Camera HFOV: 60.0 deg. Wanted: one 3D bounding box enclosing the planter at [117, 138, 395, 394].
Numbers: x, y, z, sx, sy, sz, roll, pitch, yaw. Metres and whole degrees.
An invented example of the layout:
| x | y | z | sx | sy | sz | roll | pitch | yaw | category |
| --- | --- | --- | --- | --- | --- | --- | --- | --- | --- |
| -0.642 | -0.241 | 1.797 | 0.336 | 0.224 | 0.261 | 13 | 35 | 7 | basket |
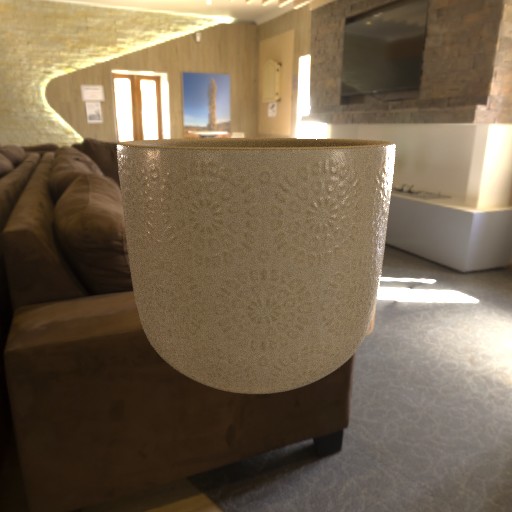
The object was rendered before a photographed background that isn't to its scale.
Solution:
| x | y | z | sx | sy | sz | roll | pitch | yaw | category |
| --- | --- | --- | --- | --- | --- | --- | --- | --- | --- |
| 0.000 | 0.000 | 0.303 | 0.170 | 0.152 | 0.170 | 0 | 16 | 0 | planter |
